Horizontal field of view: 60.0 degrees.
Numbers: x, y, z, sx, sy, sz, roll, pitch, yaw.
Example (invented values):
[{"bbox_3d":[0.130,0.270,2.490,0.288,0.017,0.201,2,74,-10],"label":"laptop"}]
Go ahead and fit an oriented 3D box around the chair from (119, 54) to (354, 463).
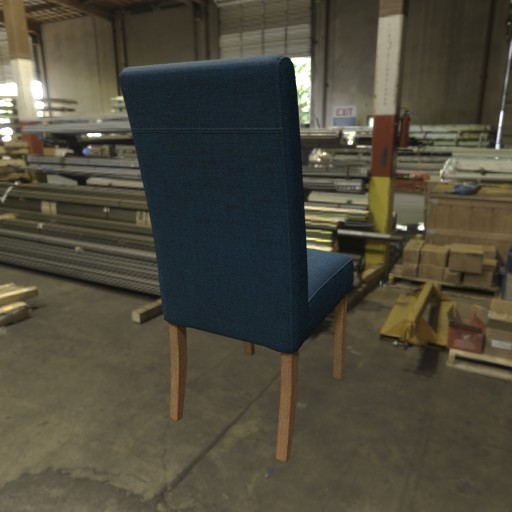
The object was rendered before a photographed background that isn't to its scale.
[{"bbox_3d":[0.000,0.000,1.347,0.450,1.029,0.610,9,18,27],"label":"chair"}]
